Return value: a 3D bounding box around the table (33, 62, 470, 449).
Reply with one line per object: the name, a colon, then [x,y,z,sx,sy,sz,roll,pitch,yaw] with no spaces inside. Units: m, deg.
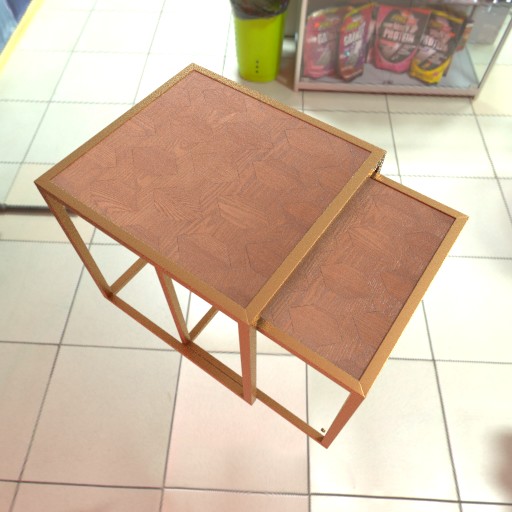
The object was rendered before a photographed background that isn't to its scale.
table: [0.000,0.000,1.106,0.762,0.505,0.505,31,62,18]
